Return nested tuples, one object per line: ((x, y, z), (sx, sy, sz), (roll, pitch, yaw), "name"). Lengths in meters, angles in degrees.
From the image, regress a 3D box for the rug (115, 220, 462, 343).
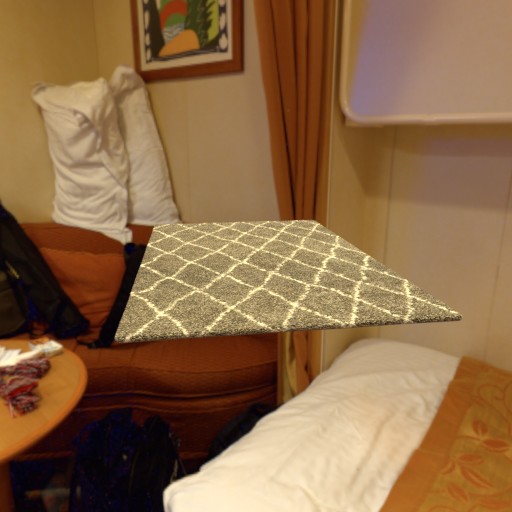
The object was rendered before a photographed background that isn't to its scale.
((0.000, 0.000, 3.047), (1.524, 0.030, 2.438), (-2, 15, -8), "rug")
